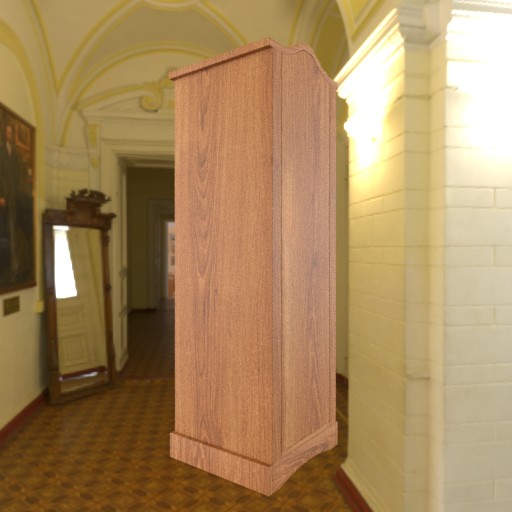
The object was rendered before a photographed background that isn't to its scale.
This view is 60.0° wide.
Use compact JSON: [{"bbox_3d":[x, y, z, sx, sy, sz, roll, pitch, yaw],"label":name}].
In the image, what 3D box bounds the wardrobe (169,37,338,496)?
[{"bbox_3d":[0.000,0.000,2.127,0.570,1.870,0.590,0,0,37],"label":"wardrobe"}]
